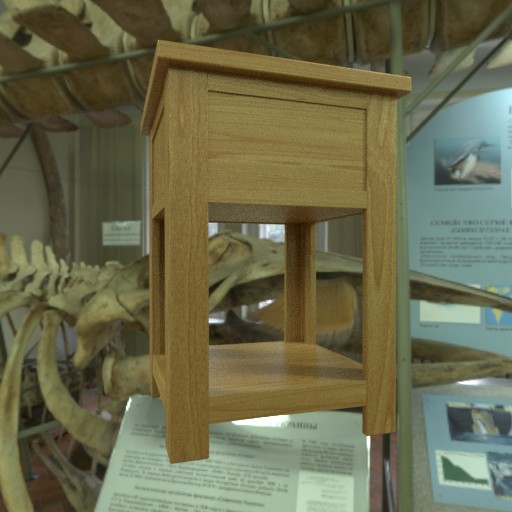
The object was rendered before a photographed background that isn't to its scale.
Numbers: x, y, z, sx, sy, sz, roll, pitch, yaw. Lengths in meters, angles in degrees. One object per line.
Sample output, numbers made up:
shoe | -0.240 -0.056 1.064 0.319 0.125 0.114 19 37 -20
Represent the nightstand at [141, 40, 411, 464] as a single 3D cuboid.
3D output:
nightstand | 0.000 0.000 0.892 0.428 0.614 0.418 0 0 -18
